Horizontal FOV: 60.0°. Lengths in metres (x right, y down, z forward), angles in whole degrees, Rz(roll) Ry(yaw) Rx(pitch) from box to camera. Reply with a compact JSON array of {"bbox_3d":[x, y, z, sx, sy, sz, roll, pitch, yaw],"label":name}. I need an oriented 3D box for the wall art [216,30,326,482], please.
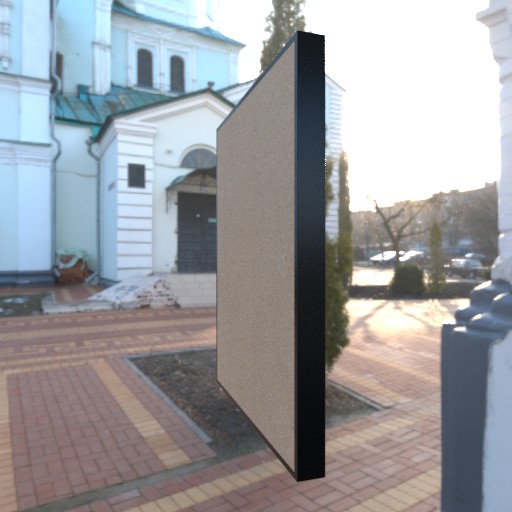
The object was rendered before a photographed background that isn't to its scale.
[{"bbox_3d":[0.000,0.000,0.758,0.038,0.551,0.448,0,0,-18],"label":"wall art"}]
